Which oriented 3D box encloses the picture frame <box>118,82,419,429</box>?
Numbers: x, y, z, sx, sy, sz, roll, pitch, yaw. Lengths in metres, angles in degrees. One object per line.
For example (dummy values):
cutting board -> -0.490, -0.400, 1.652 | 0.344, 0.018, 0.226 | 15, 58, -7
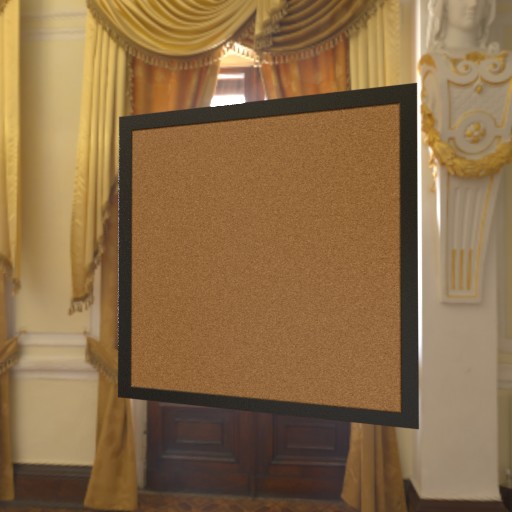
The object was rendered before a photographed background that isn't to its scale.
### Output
picture frame -> 0.000, 0.000, 0.518 | 0.355, 0.353, 0.029 | 0, -1, 17
